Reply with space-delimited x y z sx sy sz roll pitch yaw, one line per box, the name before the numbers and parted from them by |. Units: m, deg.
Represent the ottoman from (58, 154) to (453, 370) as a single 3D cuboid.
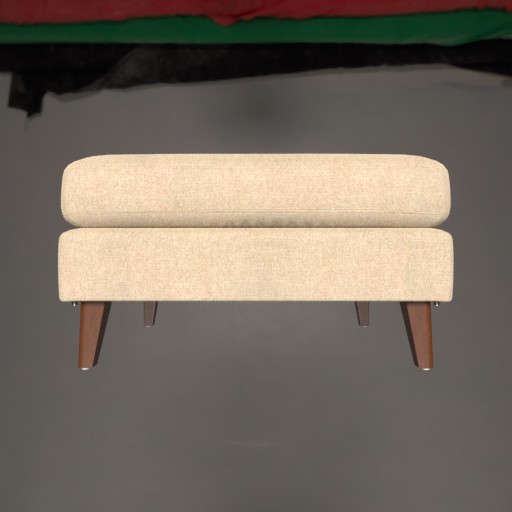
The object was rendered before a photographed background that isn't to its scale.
ottoman | 0.000 0.000 1.207 0.823 0.478 0.610 0 0 0
